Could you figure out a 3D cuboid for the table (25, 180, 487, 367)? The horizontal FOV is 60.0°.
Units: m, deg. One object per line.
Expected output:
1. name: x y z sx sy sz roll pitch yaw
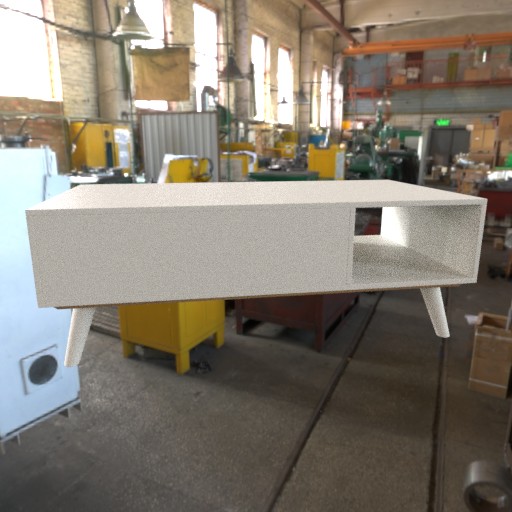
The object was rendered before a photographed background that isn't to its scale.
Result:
1. table: 0.000 0.000 1.473 1.194 0.432 0.609 -2 15 -9
